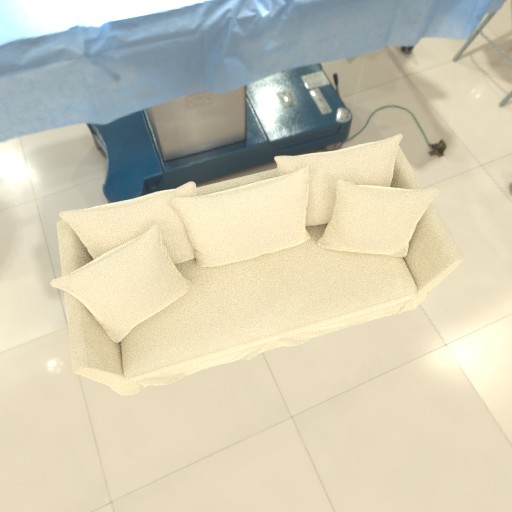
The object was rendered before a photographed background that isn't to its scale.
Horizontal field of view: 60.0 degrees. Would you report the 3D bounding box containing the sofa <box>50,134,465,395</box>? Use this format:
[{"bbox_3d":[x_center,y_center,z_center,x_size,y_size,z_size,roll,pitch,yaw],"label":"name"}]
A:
[{"bbox_3d":[0.000,0.000,2.860,2.290,1.034,1.031,-15,63,-8],"label":"sofa"}]
